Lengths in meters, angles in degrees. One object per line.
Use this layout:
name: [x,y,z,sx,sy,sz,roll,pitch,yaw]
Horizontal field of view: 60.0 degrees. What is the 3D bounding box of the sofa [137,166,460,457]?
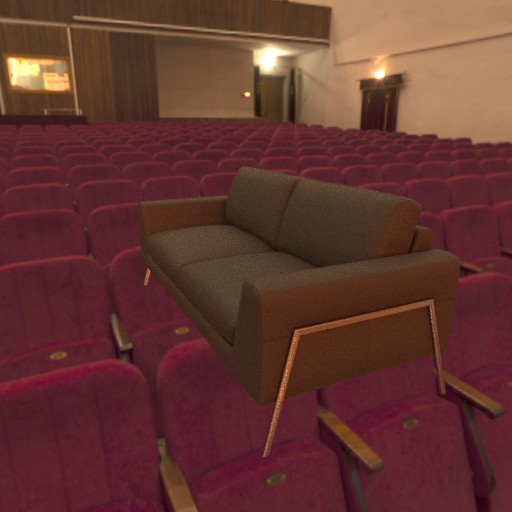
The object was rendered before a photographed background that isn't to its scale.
sofa: [0.000,0.000,2.552,0.953,0.875,2.017,-8,18,-25]
